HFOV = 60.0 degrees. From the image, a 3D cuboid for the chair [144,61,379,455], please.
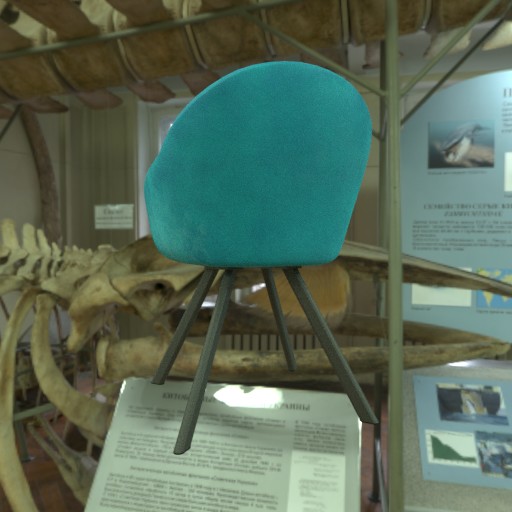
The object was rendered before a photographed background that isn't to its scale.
[{"bbox_3d":[0.000,0.000,1.162,0.550,0.795,0.590,-1,2,-19],"label":"chair"}]
